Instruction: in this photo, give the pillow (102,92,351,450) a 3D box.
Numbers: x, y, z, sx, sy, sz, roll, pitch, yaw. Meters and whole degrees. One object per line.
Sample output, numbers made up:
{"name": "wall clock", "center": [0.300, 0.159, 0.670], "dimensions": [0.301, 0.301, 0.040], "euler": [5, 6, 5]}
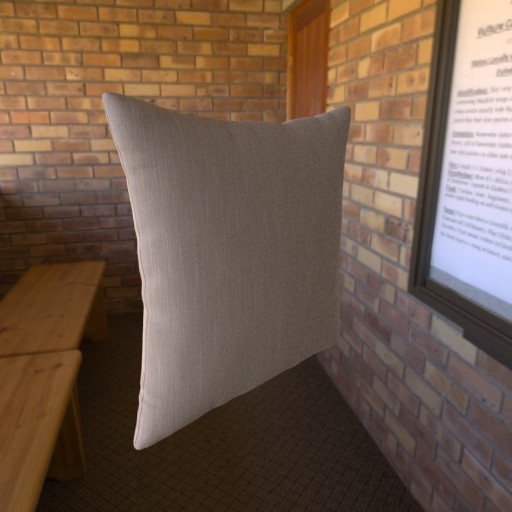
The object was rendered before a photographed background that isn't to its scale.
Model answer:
{"name": "pillow", "center": [0.000, 0.000, 0.767], "dimensions": [0.511, 0.509, 0.161], "euler": [-15, 22, -42]}
